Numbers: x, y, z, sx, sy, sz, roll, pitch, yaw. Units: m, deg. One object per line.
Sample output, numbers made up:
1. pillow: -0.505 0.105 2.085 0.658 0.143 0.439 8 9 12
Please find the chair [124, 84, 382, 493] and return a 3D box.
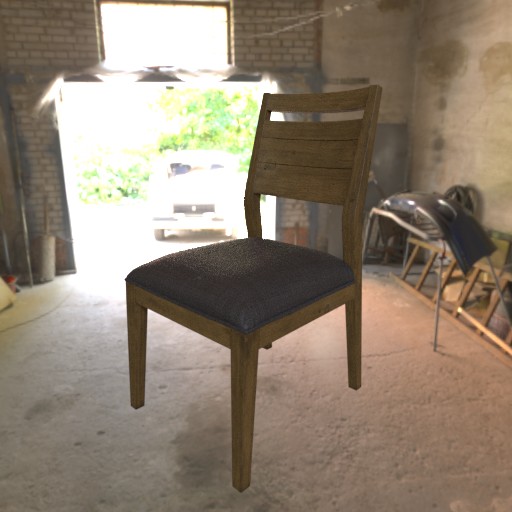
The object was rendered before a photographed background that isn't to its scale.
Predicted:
1. chair: 0.000 0.000 1.289 0.501 0.939 0.610 15 22 42
